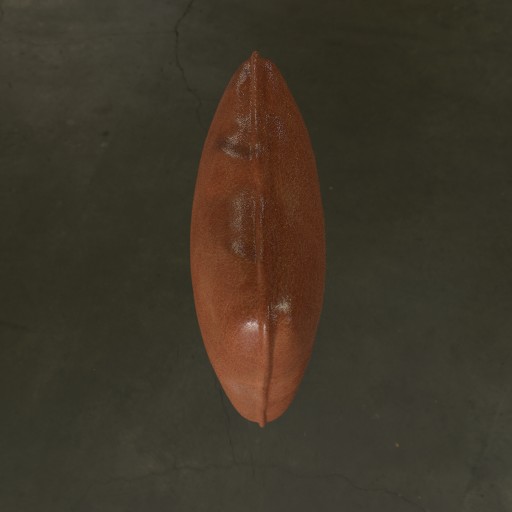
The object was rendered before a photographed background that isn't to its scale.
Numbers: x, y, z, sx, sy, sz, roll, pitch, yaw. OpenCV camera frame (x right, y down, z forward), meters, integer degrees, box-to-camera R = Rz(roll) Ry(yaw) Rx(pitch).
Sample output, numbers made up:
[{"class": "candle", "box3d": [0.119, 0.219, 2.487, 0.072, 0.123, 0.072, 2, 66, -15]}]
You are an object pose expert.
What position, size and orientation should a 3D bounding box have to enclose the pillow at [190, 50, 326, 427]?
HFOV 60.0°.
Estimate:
[{"class": "pillow", "box3d": [0.000, 0.000, 0.829, 0.236, 0.523, 0.532, -1, 58, -1]}]
